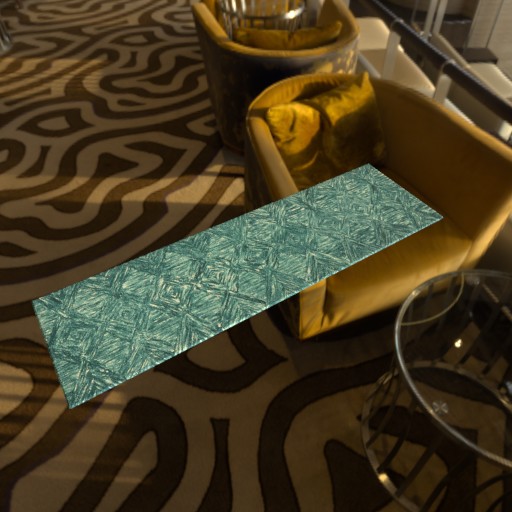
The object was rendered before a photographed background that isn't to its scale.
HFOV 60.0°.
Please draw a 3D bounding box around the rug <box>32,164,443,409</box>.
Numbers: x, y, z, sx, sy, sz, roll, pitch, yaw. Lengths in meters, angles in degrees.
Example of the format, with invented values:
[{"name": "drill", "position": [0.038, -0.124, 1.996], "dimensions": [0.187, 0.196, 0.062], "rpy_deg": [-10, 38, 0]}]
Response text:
[{"name": "rug", "position": [0.000, 0.000, 2.488], "dimensions": [2.286, 0.016, 0.676], "rpy_deg": [-24, 51, -22]}]
